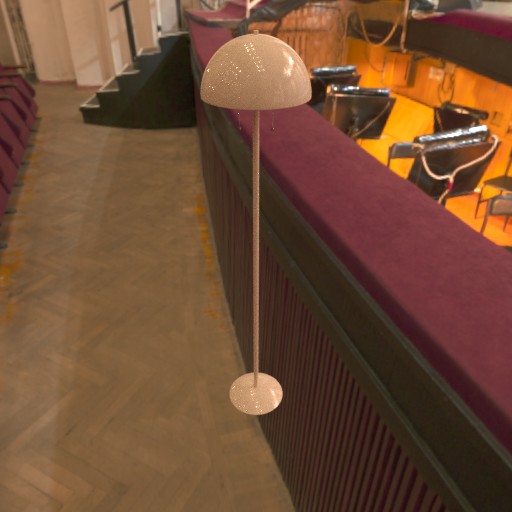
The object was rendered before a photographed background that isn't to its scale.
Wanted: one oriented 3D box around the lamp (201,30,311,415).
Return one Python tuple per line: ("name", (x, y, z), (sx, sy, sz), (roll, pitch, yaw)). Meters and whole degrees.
("lamp", (0.000, 0.000, 1.625), (0.328, 1.480, 0.328), (-10, 34, -15))
